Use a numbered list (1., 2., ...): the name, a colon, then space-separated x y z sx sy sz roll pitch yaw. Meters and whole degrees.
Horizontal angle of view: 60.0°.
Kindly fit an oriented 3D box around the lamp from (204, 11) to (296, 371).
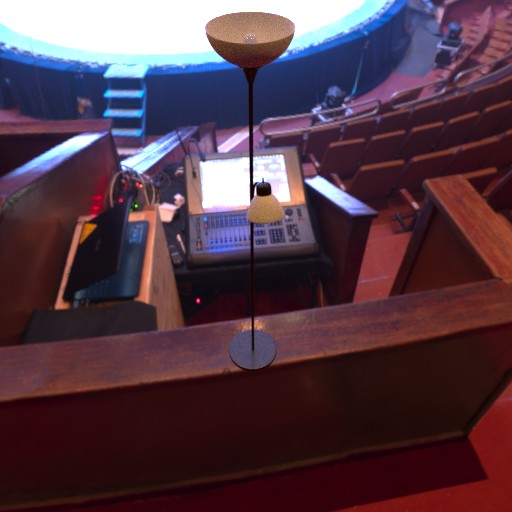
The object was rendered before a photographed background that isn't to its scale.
1. lamp: 0.000 0.000 1.913 0.279 1.804 0.442 -9 47 -8
